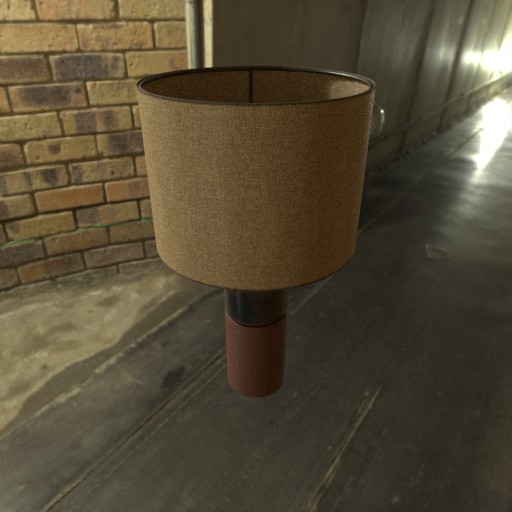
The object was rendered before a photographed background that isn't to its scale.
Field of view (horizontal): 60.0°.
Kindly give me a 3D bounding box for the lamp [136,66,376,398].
[{"bbox_3d":[0.000,0.000,0.469,0.202,0.350,0.202,0,30,0],"label":"lamp"}]
